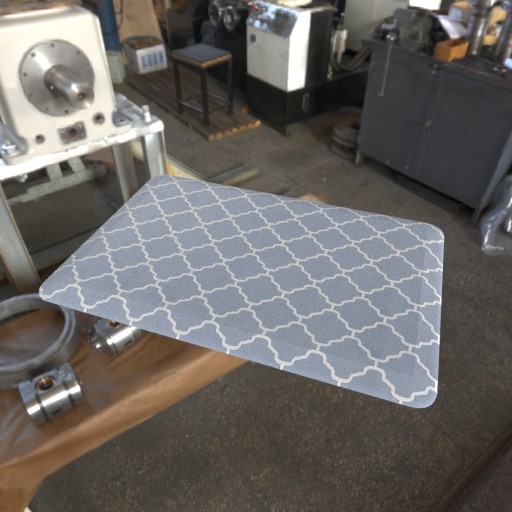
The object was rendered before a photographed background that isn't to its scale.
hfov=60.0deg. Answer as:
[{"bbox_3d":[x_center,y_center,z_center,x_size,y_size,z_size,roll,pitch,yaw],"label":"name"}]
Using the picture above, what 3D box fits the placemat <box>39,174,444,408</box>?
[{"bbox_3d":[0.000,0.000,0.952,0.762,0.021,0.508,13,42,15],"label":"placemat"}]
